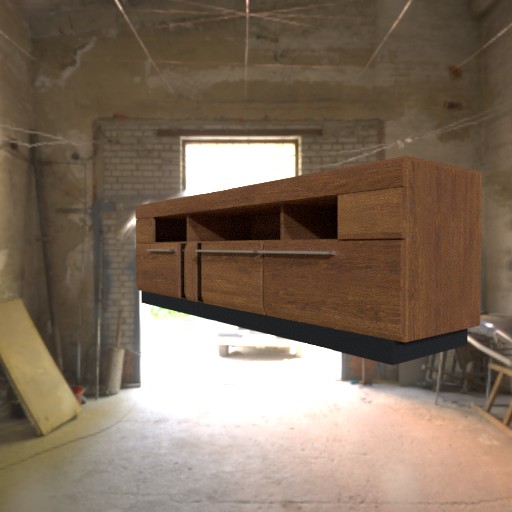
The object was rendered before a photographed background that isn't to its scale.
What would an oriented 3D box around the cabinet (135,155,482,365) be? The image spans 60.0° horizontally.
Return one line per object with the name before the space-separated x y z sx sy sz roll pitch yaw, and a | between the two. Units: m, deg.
cabinet | 0.000 0.000 1.795 0.419 0.510 1.600 -1 2 -38
